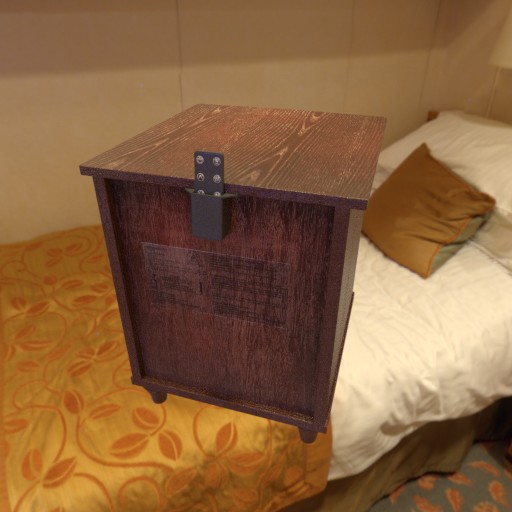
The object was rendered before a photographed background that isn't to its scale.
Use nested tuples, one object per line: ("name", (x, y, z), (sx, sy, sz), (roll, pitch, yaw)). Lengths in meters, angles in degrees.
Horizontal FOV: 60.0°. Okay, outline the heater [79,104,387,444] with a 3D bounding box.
("heater", (0.000, 0.000, 0.770), (0.362, 0.481, 0.400), (9, 32, 15))
